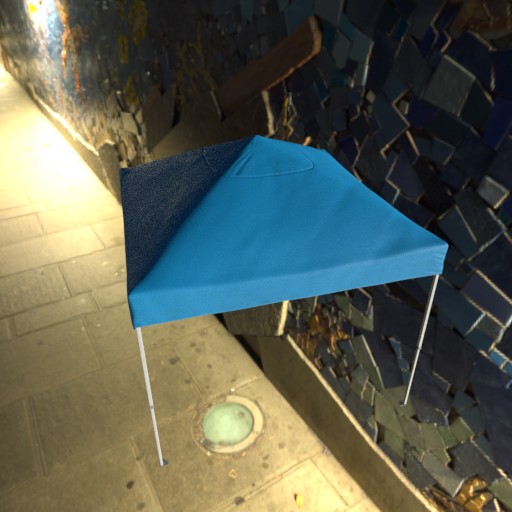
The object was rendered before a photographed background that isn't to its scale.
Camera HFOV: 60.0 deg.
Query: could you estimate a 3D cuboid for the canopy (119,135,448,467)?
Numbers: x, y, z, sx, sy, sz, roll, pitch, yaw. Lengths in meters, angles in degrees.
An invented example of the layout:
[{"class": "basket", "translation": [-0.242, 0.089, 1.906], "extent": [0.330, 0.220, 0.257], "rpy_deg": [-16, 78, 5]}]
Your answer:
[{"class": "canopy", "translation": [0.000, 0.000, 5.471], "extent": [2.996, 2.997, 2.998], "rpy_deg": [-9, 33, -14]}]
